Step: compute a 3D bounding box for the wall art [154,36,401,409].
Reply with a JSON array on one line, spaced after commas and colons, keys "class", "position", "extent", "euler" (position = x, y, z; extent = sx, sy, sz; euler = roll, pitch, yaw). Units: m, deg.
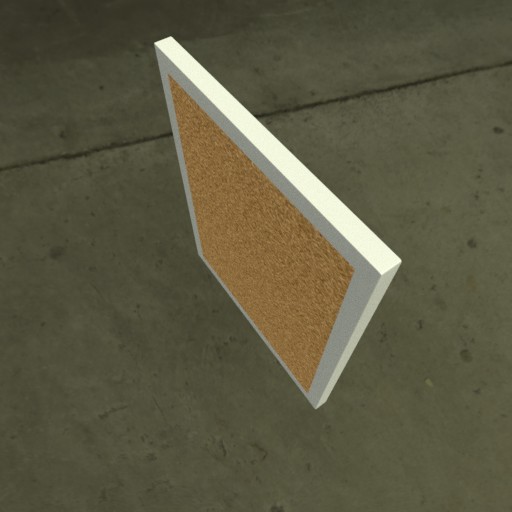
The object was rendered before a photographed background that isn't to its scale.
[{"class": "wall art", "position": [0.000, 0.000, 0.759], "extent": [0.028, 0.556, 0.454], "euler": [-31, 63, -18]}]
